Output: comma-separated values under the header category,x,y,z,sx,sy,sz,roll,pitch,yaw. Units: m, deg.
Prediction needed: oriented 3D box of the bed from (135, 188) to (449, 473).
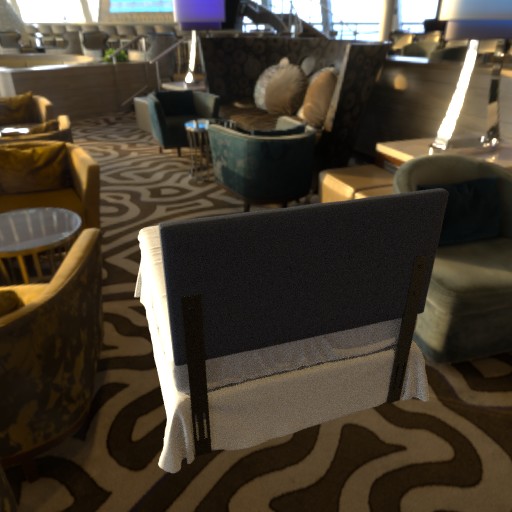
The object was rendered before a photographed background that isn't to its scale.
category,x,y,z,sx,sy,sz,roll,pitch,yaw
bed,0.000,0.000,3.484,1.936,1.577,2.222,-9,29,-16
